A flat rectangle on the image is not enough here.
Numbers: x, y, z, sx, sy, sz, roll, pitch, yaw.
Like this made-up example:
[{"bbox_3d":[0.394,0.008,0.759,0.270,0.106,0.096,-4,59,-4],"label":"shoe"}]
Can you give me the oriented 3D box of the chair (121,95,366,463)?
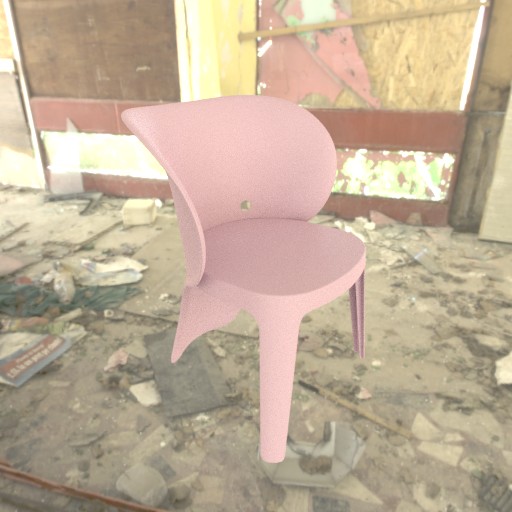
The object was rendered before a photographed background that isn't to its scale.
[{"bbox_3d":[0.000,0.000,0.866,0.402,0.554,0.451,17,30,32],"label":"chair"}]
